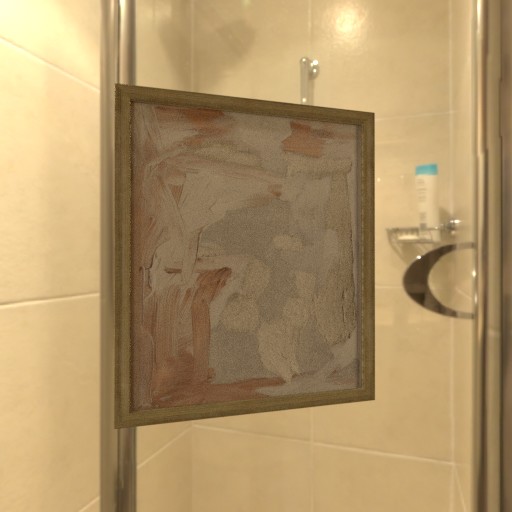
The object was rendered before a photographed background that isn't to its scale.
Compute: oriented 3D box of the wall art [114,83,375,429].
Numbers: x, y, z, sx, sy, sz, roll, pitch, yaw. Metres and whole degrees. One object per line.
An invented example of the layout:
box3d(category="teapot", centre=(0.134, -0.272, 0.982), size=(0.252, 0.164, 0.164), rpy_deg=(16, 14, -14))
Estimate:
box3d(category="wall art", centre=(0.000, 0.000, 0.792), size=(0.483, 0.559, 0.009), rpy_deg=(0, 0, -18))
